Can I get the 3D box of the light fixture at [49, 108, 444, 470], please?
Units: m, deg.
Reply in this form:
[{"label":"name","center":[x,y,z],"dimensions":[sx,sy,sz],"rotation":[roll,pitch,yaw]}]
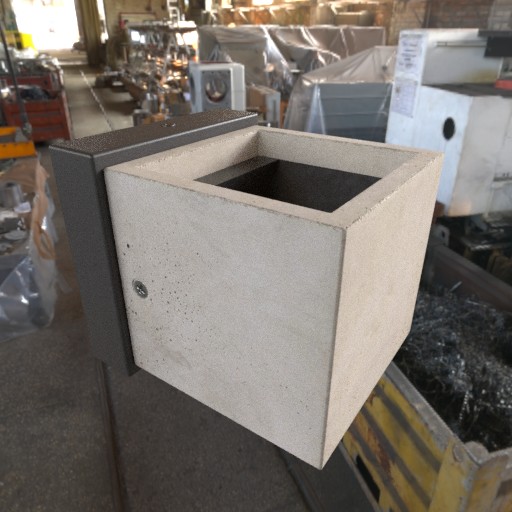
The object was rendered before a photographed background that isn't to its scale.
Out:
[{"label":"light fixture","center":[0.000,0.000,0.232],"dimensions":[0.143,0.121,0.121],"rotation":[18,32,31]}]
